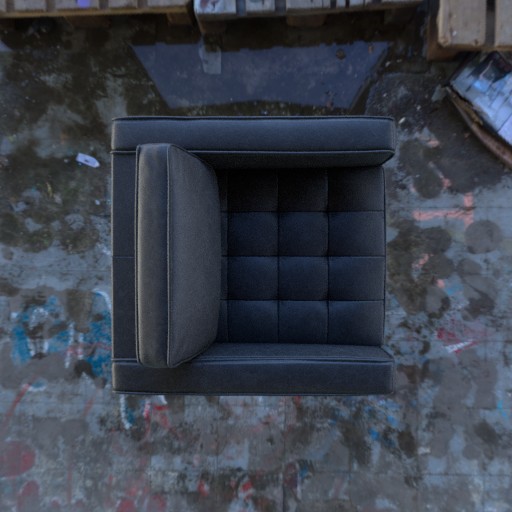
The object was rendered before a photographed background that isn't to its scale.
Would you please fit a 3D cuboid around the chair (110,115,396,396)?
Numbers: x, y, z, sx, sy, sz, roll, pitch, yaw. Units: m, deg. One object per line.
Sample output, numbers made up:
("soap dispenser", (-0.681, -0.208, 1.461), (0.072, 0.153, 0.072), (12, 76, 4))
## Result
("chair", (0.000, 0.000, 1.578), (0.914, 0.763, 0.889), (0, 90, 1))
